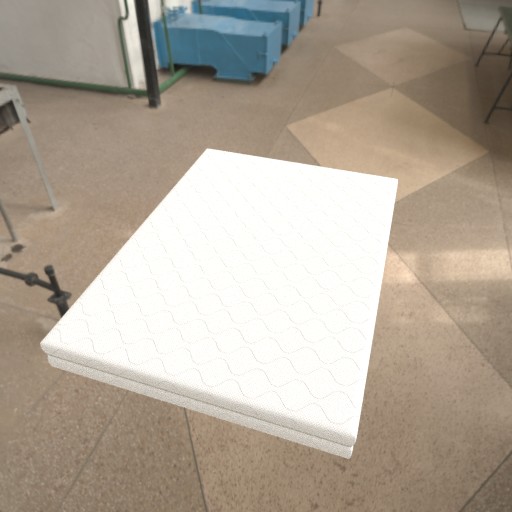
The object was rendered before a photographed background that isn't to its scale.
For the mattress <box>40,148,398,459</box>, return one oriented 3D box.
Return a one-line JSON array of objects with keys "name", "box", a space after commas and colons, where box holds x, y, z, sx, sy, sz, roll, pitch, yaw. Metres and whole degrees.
[{"name": "mattress", "box": [0.000, 0.000, 2.525, 1.400, 0.200, 1.900, 12, 43, 14]}]
